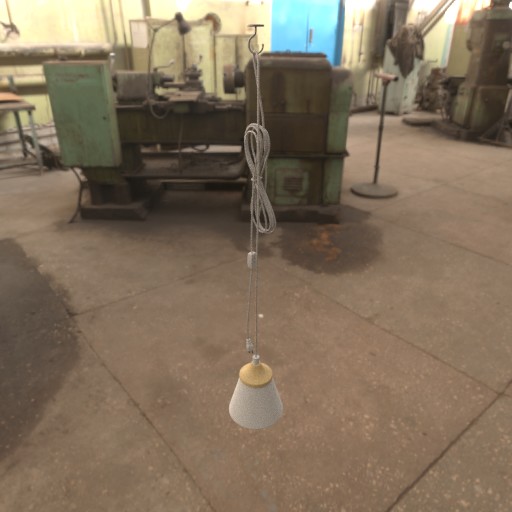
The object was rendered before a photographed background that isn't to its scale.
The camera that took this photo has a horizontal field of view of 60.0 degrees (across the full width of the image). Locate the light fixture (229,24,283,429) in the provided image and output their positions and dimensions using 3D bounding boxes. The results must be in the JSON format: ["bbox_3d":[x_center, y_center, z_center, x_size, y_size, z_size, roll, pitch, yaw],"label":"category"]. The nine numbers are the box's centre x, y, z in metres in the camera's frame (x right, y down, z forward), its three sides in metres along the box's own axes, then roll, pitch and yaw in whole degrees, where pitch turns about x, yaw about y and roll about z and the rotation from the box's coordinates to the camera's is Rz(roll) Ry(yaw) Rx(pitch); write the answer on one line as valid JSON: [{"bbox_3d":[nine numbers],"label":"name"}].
[{"bbox_3d":[0.000,0.000,1.044,0.153,0.966,0.153,-19,32,-32],"label":"light fixture"}]
